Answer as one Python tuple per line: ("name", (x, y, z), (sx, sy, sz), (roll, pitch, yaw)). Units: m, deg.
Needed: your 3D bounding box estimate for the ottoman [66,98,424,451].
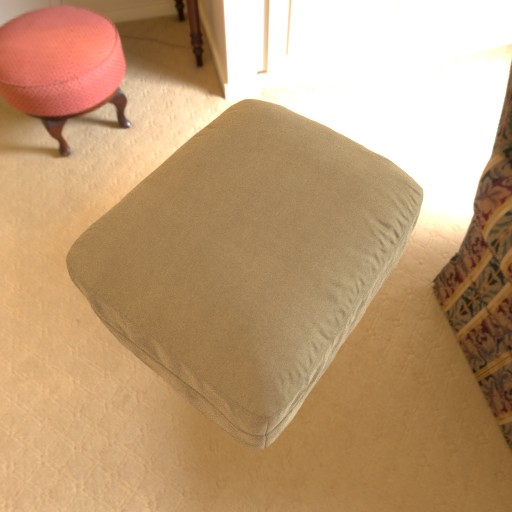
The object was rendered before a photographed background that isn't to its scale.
("ottoman", (0.000, 0.000, 1.110), (0.584, 0.480, 0.712), (33, 64, 18))
